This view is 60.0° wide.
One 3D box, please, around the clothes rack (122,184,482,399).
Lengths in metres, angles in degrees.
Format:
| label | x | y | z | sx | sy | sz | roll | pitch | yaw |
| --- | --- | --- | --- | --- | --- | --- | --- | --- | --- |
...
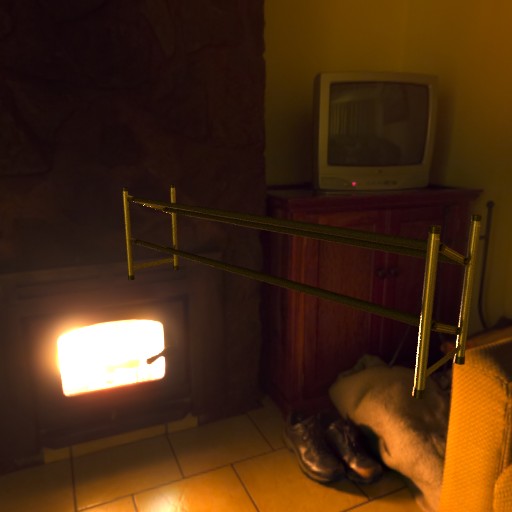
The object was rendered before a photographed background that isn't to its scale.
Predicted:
| label | x | y | z | sx | sy | sz | roll | pitch | yaw |
| --- | --- | --- | --- | --- | --- | --- | --- | --- | --- |
| clothes rack | 0.000 | 0.000 | 1.320 | 0.229 | 0.349 | 1.168 | -13 | 19 | -43 |
